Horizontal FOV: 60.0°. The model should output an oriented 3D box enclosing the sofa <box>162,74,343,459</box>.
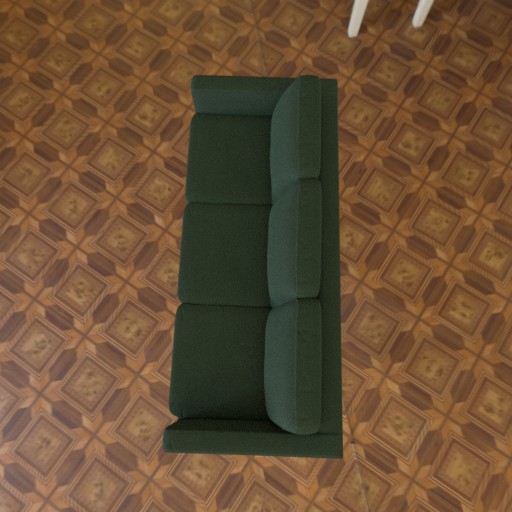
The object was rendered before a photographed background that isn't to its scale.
[{"bbox_3d":[0.000,0.000,2.521,0.879,0.899,2.029,2,76,0],"label":"sofa"}]
